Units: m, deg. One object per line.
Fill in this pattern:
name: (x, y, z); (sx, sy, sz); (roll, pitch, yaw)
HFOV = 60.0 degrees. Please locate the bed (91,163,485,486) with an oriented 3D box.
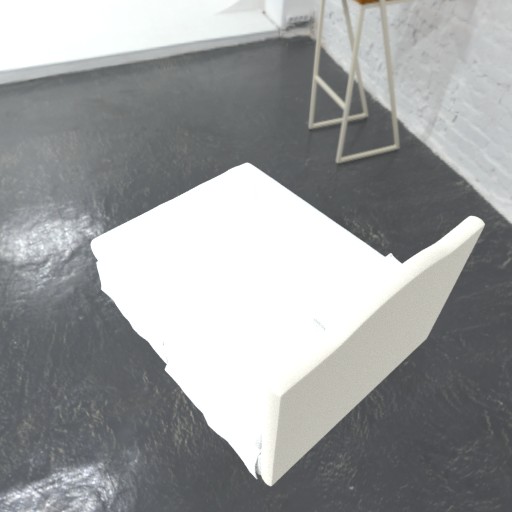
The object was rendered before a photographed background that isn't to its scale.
bed: (0.000, 0.000, 3.337); (1.821, 1.436, 2.282); (-32, 55, -26)
